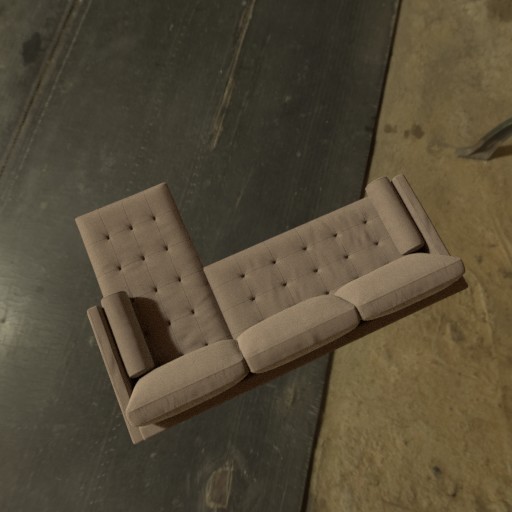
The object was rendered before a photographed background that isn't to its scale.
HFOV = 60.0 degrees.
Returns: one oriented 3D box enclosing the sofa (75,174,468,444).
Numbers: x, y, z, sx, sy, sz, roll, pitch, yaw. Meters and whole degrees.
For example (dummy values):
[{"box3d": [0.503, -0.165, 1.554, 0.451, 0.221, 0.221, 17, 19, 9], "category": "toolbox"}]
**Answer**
[{"box3d": [0.000, 0.000, 2.904, 2.178, 0.875, 1.506, -24, 76, -6], "category": "sofa"}]
